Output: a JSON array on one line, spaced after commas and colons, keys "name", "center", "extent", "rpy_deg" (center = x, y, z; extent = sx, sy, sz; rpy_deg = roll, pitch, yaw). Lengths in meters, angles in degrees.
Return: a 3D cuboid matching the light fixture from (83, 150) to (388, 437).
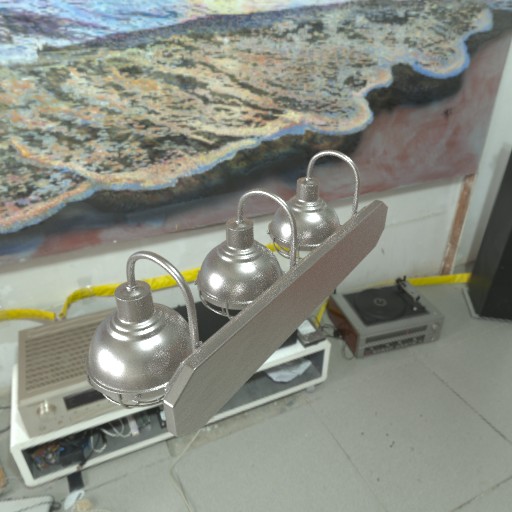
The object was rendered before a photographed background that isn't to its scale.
[{"name": "light fixture", "center": [0.000, 0.000, 0.764], "extent": [0.229, 0.254, 0.634], "rpy_deg": [20, 37, 30]}]
